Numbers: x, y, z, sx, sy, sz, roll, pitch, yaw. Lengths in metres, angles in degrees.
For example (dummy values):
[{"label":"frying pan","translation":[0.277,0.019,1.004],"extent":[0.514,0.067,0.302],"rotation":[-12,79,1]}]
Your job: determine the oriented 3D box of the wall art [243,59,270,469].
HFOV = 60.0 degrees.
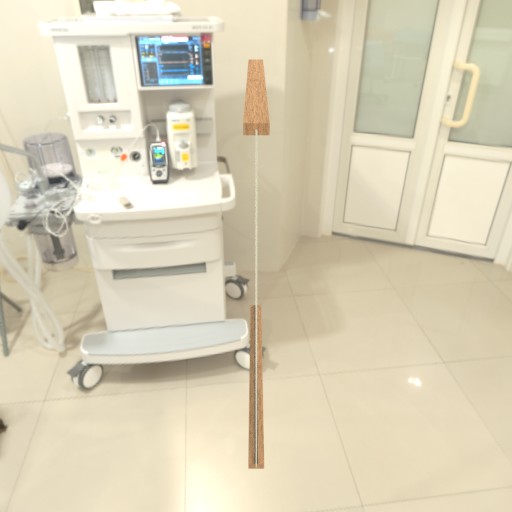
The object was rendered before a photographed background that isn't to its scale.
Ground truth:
[{"label":"wall art","translation":[0.000,0.000,0.821],"extent":[0.028,0.609,0.456],"rotation":[0,32,0]}]
